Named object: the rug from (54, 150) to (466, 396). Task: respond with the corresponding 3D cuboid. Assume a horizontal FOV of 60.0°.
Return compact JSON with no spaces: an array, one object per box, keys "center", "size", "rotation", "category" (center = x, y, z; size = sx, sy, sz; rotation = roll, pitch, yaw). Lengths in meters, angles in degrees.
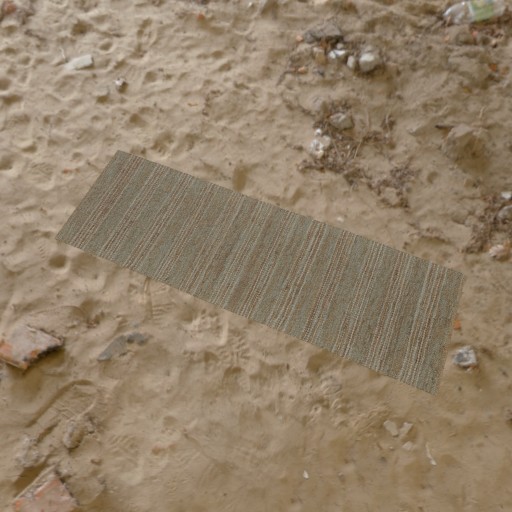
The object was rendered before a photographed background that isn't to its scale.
[{"center":[0.000,0.000,2.741],"size":[2.438,0.006,0.783],"rotation":[21,65,10],"category":"rug"}]
